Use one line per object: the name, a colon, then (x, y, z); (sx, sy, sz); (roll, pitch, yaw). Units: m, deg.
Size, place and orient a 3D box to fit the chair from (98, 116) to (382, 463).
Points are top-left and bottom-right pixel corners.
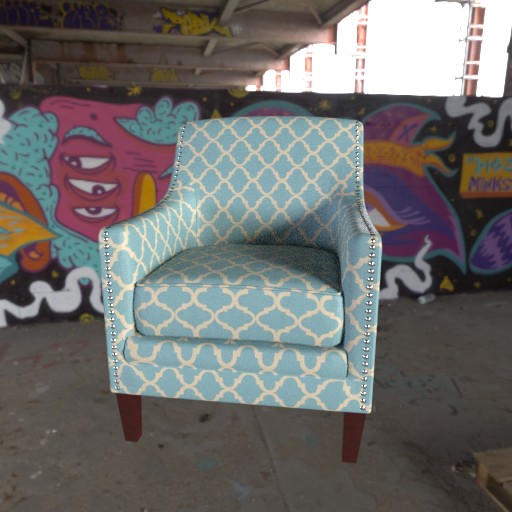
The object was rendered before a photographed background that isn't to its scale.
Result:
chair: (0.000, 0.000, 1.284); (0.617, 0.817, 0.686); (2, 14, 8)
